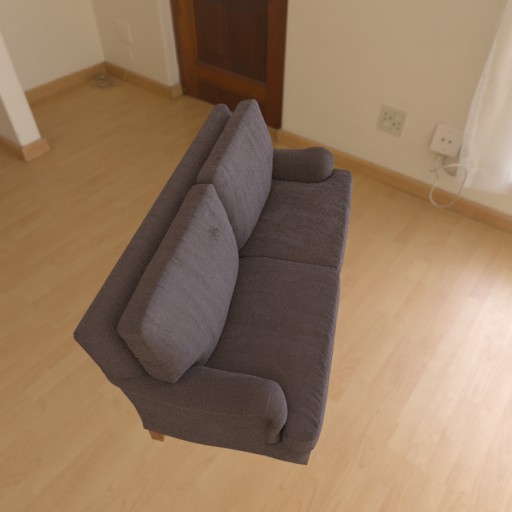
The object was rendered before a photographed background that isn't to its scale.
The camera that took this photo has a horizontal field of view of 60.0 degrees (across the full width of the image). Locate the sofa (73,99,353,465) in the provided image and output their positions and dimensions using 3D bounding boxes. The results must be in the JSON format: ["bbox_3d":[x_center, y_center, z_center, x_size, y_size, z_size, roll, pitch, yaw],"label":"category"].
[{"bbox_3d":[0.000,0.000,2.758,1.086,1.087,2.165,9,46,9],"label":"sofa"}]
